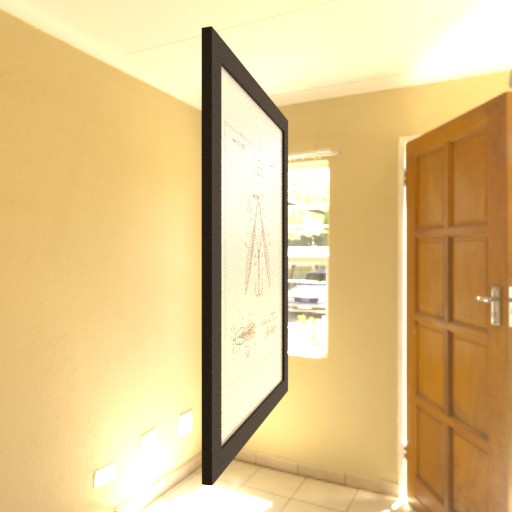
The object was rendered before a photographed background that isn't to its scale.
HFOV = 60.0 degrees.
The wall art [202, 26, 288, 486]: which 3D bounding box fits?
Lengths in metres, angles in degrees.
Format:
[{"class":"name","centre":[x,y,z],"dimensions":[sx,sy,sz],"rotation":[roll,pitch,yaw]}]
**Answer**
[{"class":"wall art","centre":[0.000,0.000,0.697],"dimensions":[0.013,0.534,0.380],"rotation":[0,0,18]}]
